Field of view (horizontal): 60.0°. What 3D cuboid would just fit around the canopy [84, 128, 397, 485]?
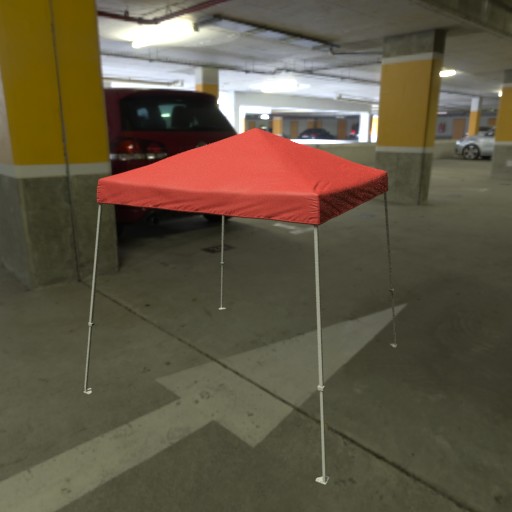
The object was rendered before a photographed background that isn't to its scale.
[{"bbox_3d":[0.000,0.000,5.135,2.848,2.849,2.849,8,18,27],"label":"canopy"}]
